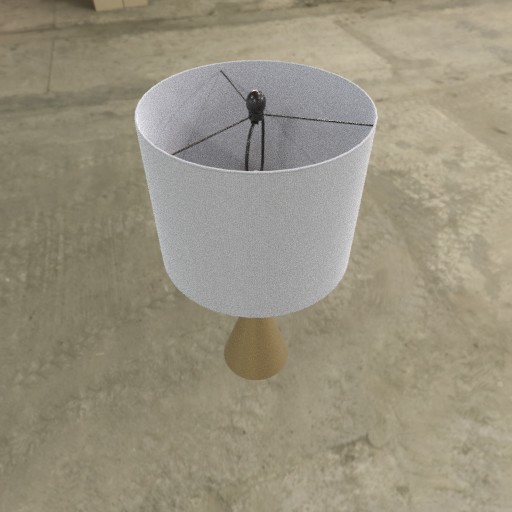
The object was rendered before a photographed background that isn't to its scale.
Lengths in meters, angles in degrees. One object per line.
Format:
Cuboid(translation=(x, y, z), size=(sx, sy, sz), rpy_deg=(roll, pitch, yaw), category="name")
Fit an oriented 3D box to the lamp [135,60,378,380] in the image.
Cuboid(translation=(0.000, 0.000, 0.750), size=(0.304, 0.573, 0.304), rpy_deg=(9, 45, 9), category="lamp")
